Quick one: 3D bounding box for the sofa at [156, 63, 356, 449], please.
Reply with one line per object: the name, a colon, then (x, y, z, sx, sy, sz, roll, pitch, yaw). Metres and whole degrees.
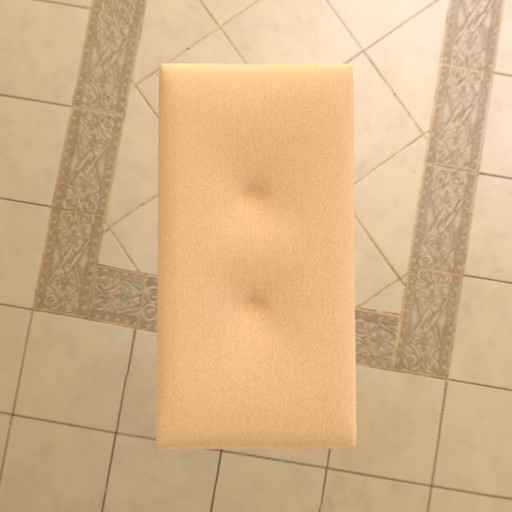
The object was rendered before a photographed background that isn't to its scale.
sofa: (0.000, 0.000, 1.207, 0.480, 0.470, 0.930, 0, 88, 0)
